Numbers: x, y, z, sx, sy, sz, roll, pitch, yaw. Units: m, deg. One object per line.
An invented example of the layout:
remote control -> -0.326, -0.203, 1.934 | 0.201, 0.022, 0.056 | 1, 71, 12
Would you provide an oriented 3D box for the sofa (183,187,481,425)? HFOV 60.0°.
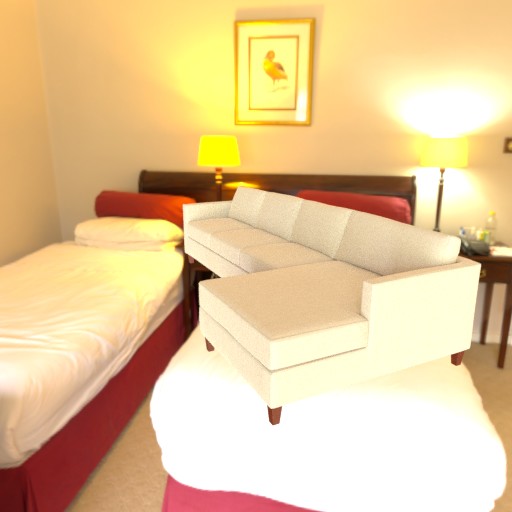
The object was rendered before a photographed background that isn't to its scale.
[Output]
sofa -> 0.000, 0.000, 4.102 | 1.599, 0.954, 3.471 | -7, 17, -26
